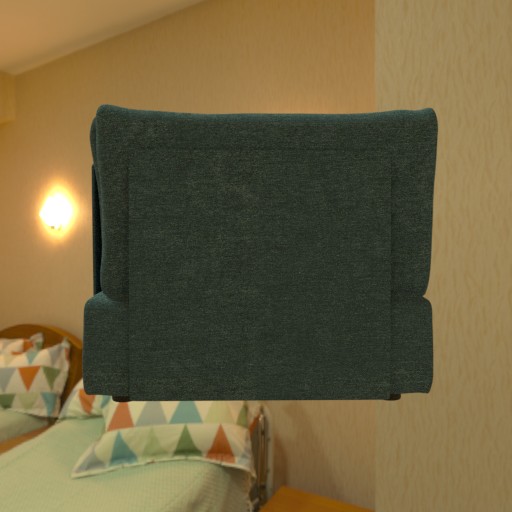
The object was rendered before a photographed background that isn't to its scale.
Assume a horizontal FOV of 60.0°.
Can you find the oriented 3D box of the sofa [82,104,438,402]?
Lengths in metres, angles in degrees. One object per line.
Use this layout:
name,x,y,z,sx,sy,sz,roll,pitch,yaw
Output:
sofa,0.000,0.000,1.671,1.000,0.820,1.000,0,0,-1
